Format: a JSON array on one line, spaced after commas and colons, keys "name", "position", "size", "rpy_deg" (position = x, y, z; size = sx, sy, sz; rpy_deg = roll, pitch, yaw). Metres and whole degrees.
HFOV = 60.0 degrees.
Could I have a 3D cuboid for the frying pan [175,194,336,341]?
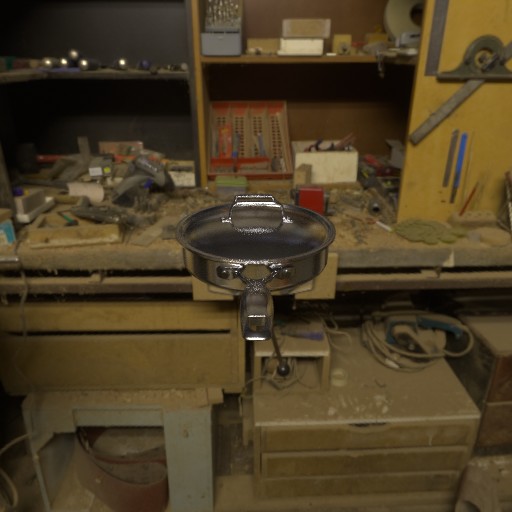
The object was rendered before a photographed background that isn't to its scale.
[{"name": "frying pan", "position": [0.000, 0.000, 0.690], "size": [0.280, 0.114, 0.561], "rpy_deg": [0, 26, 0]}]
